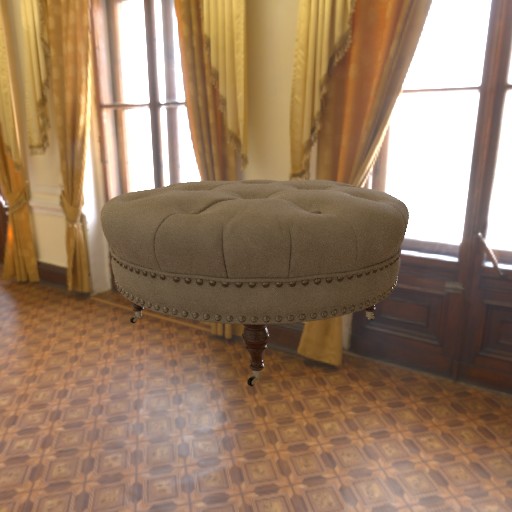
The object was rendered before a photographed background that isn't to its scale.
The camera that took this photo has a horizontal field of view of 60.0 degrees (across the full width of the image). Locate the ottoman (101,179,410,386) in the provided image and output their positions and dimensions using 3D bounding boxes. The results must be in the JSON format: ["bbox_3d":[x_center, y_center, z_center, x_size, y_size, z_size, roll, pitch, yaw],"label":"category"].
[{"bbox_3d":[0.000,0.000,1.379,0.901,0.439,0.901,0,15,0],"label":"ottoman"}]
